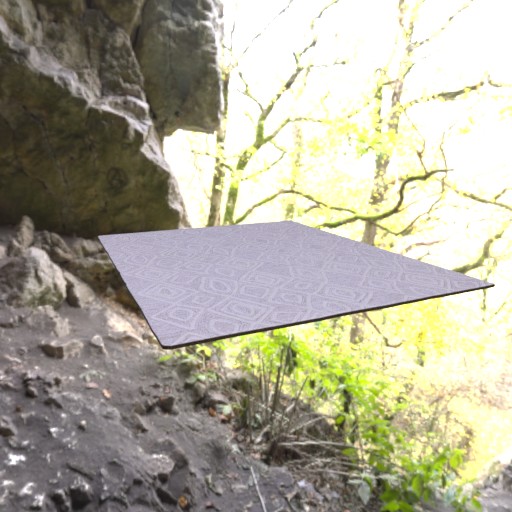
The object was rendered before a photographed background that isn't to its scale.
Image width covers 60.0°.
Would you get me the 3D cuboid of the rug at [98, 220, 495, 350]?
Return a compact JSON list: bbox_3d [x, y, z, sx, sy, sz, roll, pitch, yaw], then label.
[{"bbox_3d":[0.000,0.000,4.049,2.449,0.025,3.049,-7,16,-24],"label":"rug"}]
